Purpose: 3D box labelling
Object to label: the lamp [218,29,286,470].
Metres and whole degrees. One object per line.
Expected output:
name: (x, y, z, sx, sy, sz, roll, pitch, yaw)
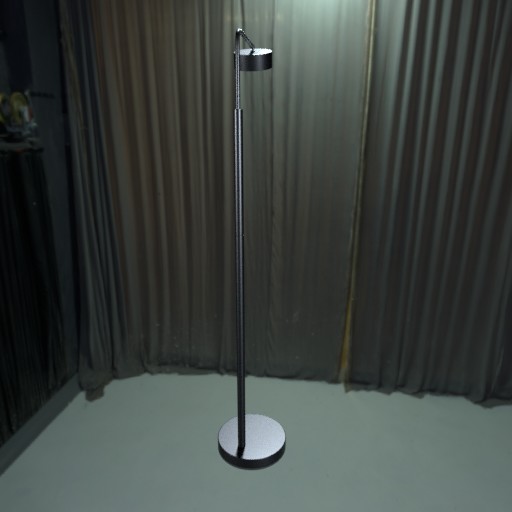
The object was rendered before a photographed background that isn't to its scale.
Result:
lamp: (0.000, 0.000, 1.363, 0.219, 1.230, 0.418, 2, 17, 7)
